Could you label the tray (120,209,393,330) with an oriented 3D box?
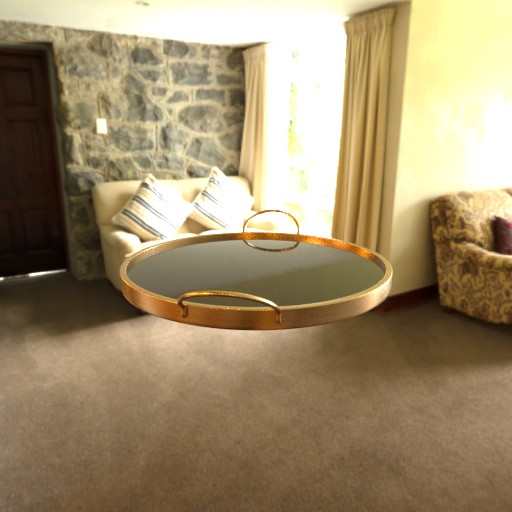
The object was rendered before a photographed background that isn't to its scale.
[{"bbox_3d":[0.000,0.000,0.740,0.438,0.069,0.543,2,16,8],"label":"tray"}]
